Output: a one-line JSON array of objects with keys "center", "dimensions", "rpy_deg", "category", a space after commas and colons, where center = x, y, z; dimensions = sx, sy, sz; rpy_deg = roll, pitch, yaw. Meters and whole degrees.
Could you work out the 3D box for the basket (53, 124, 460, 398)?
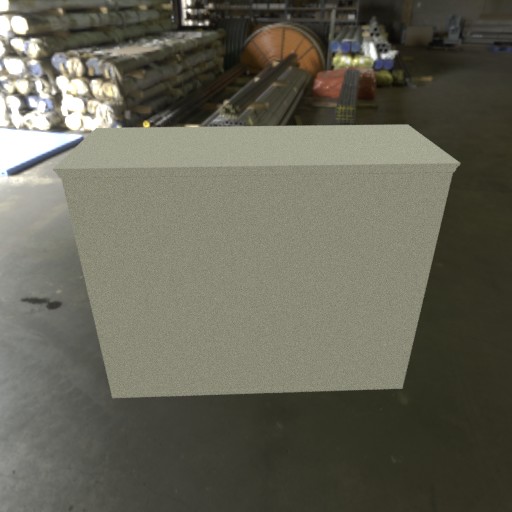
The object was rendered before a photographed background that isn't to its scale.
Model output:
[{"center": [0.000, 0.000, 1.181], "dimensions": [0.792, 0.625, 0.376], "rpy_deg": [-1, 30, -2], "category": "basket"}]
